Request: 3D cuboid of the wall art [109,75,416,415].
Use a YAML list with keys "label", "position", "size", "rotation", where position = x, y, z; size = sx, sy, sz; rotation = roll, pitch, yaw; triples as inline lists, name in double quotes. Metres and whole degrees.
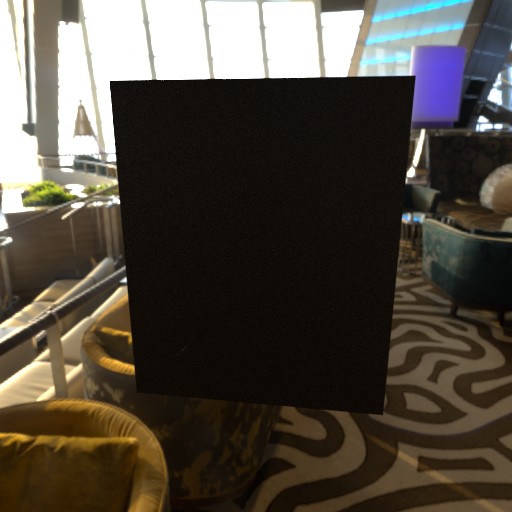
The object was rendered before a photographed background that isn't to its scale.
- label: "wall art"
  position: [0.000, 0.000, 0.747]
  size: [0.457, 0.557, 0.028]
  rotation: [3, 17, 8]
